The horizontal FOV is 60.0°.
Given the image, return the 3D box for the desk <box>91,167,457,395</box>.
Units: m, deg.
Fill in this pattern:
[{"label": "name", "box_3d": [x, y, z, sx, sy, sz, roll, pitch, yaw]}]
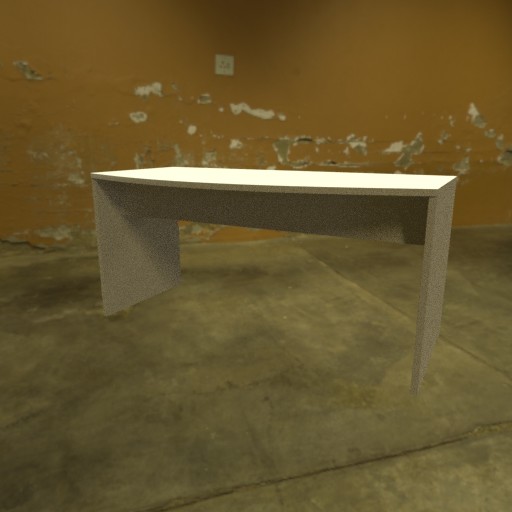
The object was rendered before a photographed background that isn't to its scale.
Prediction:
[{"label": "desk", "box_3d": [0.000, 0.000, 2.098, 1.600, 0.750, 0.802, 8, 16, 28]}]
